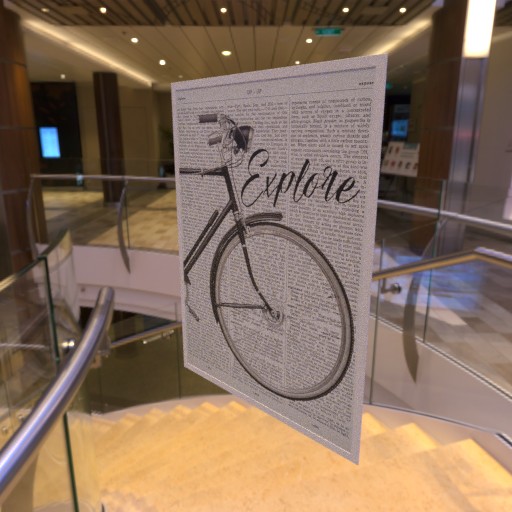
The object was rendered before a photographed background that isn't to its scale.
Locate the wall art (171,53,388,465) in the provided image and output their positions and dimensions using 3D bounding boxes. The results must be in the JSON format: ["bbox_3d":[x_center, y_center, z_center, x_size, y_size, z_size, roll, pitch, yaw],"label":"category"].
[{"bbox_3d":[0.000,0.000,0.786,0.457,0.610,0.003,14,20,42],"label":"wall art"}]
